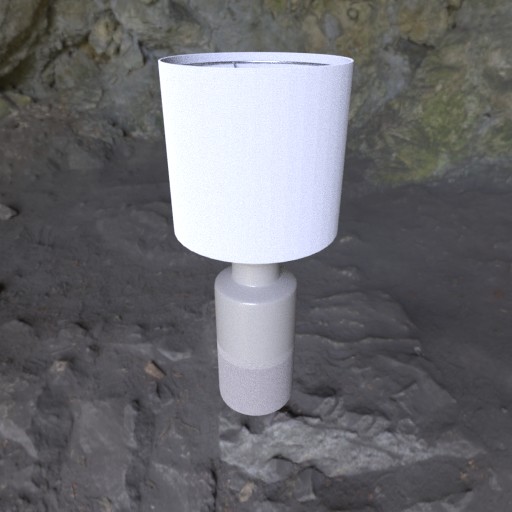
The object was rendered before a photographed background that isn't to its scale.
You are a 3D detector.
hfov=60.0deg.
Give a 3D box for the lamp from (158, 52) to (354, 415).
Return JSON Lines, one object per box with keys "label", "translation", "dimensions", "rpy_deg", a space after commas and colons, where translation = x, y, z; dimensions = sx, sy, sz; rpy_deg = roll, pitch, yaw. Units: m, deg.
{"label": "lamp", "translation": [0.000, 0.000, 0.604], "dimensions": [0.212, 0.493, 0.212], "rpy_deg": [-8, 29, -15]}
